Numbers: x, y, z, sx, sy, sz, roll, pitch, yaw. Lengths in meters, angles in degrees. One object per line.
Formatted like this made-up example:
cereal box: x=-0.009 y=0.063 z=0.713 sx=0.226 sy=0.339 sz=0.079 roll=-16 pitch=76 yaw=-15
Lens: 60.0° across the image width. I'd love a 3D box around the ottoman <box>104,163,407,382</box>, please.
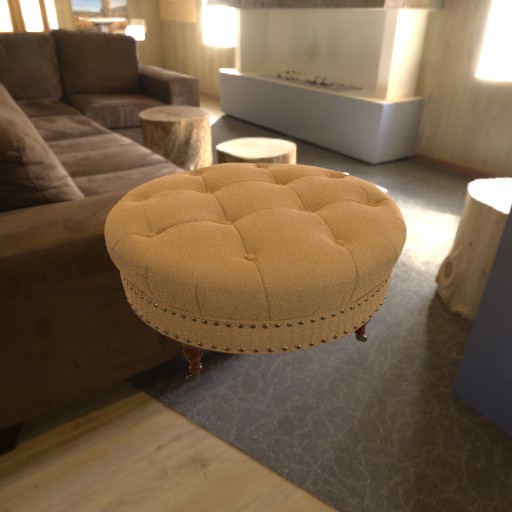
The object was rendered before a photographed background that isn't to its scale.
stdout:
ottoman: x=0.000 y=0.000 z=1.445 sx=0.901 sy=0.439 sz=0.901 roll=0 pitch=29 yaw=0
